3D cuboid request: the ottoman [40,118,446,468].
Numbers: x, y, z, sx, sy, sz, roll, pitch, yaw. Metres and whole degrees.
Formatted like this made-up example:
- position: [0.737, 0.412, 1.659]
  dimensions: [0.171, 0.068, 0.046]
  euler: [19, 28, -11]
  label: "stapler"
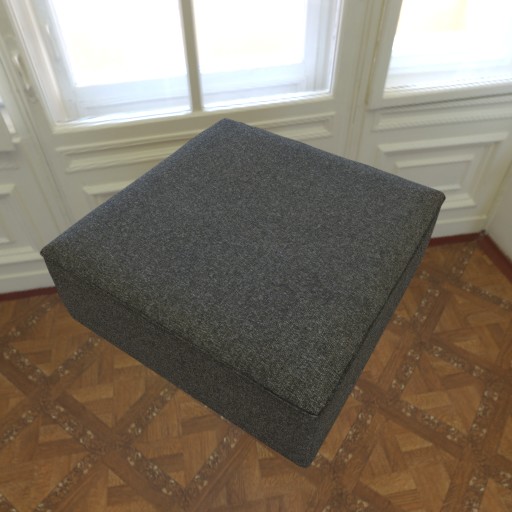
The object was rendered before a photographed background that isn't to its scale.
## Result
- position: [0.000, 0.000, 1.614]
  dimensions: [1.017, 0.423, 1.021]
  euler: [26, 51, 23]
  label: "ottoman"
